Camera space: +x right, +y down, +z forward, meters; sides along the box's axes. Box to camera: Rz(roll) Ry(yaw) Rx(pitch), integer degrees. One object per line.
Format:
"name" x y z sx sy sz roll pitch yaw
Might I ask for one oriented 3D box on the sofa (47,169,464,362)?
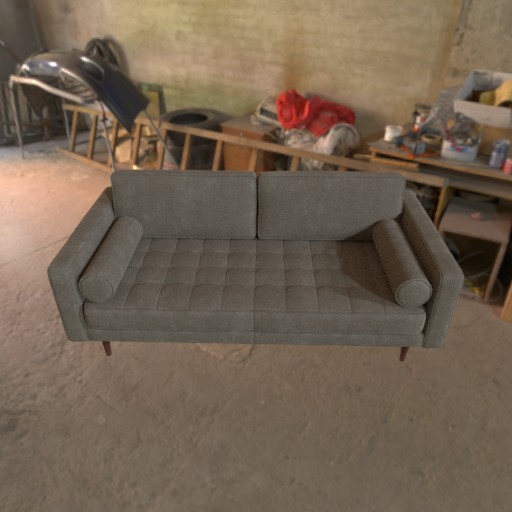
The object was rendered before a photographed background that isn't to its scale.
"sofa" 0.000 0.000 2.397 1.883 0.769 0.920 1 33 1
